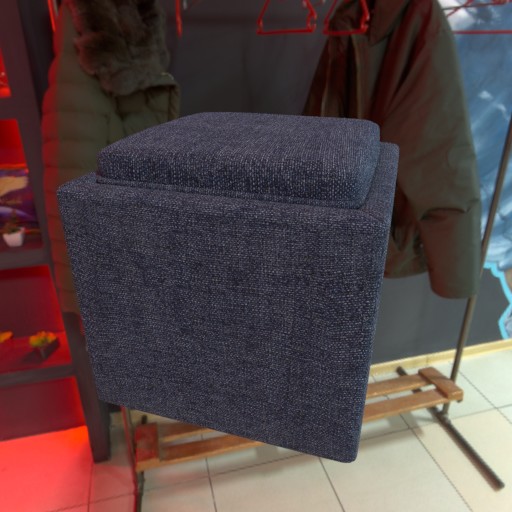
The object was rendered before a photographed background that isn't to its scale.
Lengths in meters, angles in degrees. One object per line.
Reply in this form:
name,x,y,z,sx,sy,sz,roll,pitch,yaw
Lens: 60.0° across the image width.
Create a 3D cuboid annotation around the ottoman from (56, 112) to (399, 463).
ottoman,0.000,0.000,0.810,0.450,0.460,0.450,8,27,16
